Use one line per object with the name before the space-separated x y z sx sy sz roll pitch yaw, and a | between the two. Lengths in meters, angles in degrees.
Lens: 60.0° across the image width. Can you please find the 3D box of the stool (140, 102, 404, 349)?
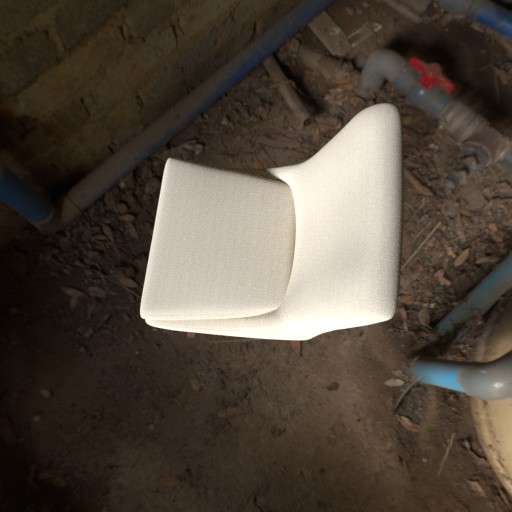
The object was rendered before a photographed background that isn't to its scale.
stool | 0.000 0.000 1.296 0.559 0.991 0.483 6 75 2
